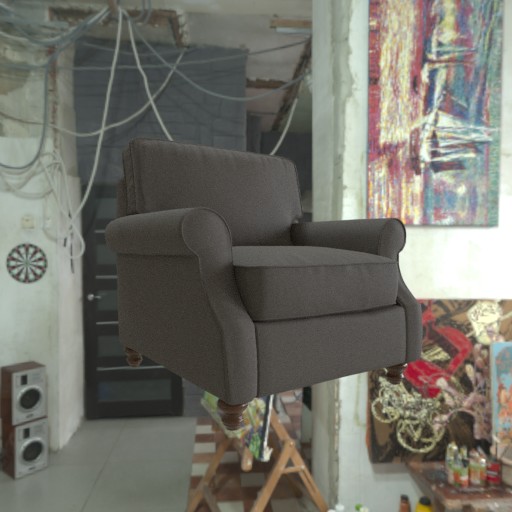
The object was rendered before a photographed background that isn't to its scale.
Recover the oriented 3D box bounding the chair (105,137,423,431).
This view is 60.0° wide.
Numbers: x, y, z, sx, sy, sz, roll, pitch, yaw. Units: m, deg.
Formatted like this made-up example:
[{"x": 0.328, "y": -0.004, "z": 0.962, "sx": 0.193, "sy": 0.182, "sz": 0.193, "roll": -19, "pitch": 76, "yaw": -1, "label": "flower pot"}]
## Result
[{"x": 0.000, "y": 0.000, "z": 1.786, "sx": 1.029, "sy": 0.967, "sz": 0.966, "roll": -1, "pitch": 2, "yaw": -35, "label": "chair"}]
